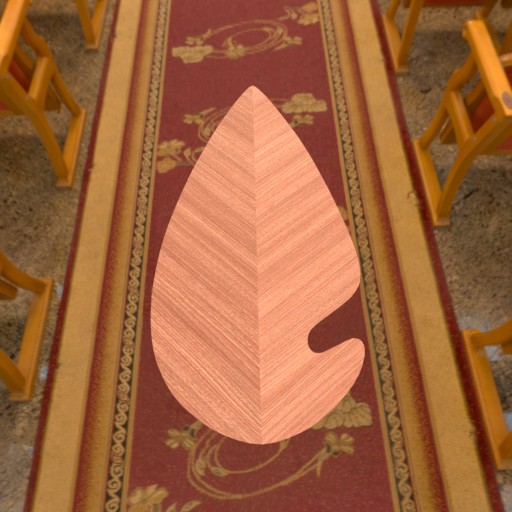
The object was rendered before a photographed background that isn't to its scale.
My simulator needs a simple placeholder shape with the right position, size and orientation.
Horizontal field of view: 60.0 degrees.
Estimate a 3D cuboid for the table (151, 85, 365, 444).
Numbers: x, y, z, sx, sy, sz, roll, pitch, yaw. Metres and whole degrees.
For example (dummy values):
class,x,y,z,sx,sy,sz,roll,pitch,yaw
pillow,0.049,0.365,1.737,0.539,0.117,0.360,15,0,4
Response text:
class,x,y,z,sx,sy,sz,roll,pitch,yaw
table,0.000,0.000,1.508,0.598,0.360,1.199,-1,64,-1
